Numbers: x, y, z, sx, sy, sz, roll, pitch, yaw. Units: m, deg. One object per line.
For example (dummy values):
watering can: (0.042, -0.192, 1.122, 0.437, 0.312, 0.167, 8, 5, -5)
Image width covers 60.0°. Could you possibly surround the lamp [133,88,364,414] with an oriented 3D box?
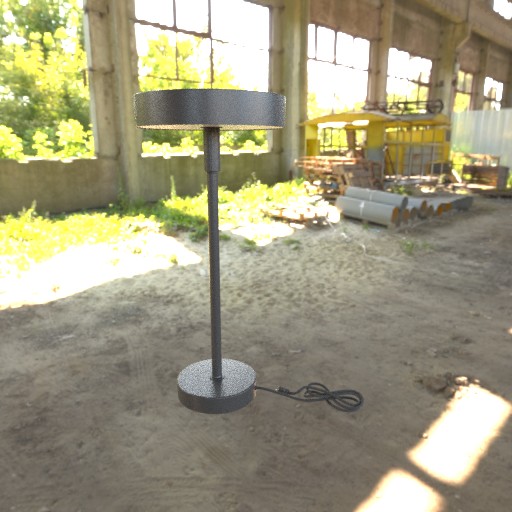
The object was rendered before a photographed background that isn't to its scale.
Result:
lamp: (0.000, 0.000, 0.723, 0.369, 0.508, 0.229, 2, 14, 10)
